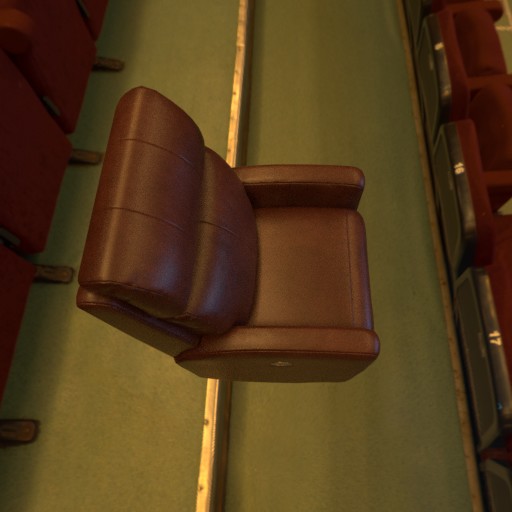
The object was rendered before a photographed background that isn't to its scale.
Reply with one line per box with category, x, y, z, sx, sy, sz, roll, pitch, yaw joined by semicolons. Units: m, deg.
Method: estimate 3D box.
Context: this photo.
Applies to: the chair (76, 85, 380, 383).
chair;0.000;0.000;1.672;0.939;1.016;0.787;2;64;1
